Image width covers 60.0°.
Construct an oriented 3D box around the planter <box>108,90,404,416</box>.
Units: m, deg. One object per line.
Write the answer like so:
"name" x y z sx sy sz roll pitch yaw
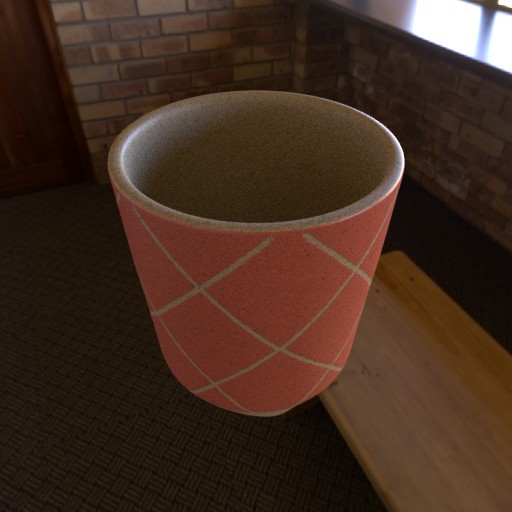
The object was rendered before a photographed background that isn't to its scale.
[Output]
"planter" 0.000 0.000 0.425 0.227 0.235 0.227 0 41 0
